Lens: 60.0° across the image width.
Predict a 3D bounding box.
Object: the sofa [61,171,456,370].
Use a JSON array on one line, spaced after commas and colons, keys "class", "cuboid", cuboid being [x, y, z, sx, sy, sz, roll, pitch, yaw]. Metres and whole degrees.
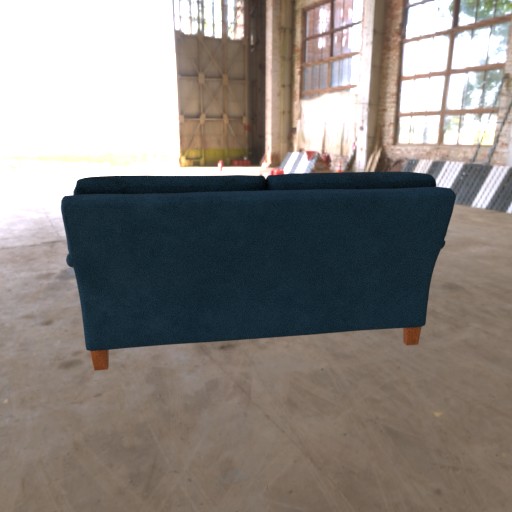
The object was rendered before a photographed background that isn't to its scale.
[{"class": "sofa", "cuboid": [0.000, 0.000, 2.873, 2.141, 1.101, 1.084, -3, 16, -9]}]
